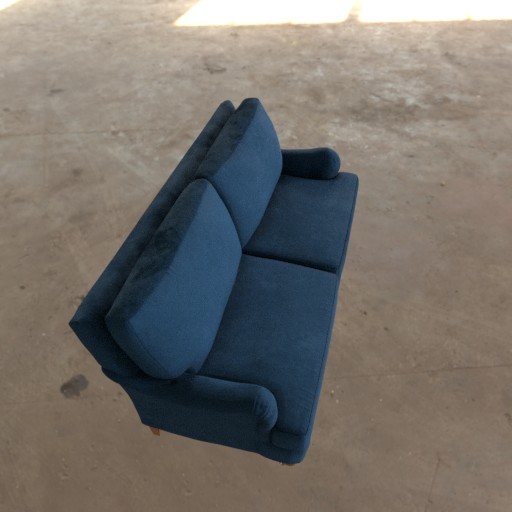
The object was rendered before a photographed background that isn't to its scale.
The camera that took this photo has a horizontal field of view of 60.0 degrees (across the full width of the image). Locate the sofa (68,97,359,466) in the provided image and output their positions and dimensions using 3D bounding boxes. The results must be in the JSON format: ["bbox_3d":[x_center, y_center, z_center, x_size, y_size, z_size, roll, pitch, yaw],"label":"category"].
[{"bbox_3d":[0.000,0.000,2.756,1.084,1.101,2.141,11,47,11],"label":"sofa"}]
